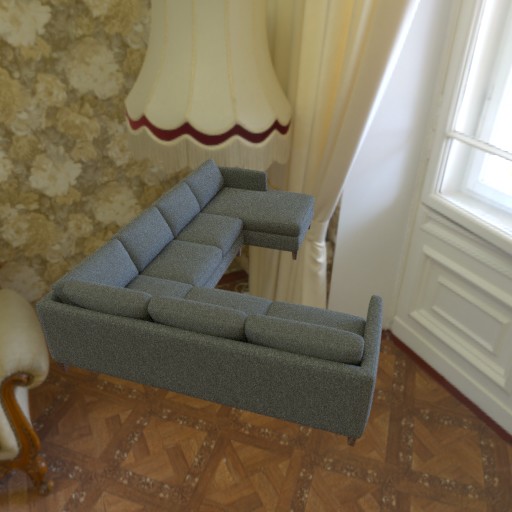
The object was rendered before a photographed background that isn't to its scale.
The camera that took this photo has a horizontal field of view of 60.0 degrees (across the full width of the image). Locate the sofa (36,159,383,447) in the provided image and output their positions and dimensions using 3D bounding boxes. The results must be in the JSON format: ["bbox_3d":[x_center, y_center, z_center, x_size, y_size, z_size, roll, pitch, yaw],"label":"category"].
[{"bbox_3d":[0.000,0.000,4.457,2.551,0.853,3.238,9,33,15],"label":"sofa"}]
